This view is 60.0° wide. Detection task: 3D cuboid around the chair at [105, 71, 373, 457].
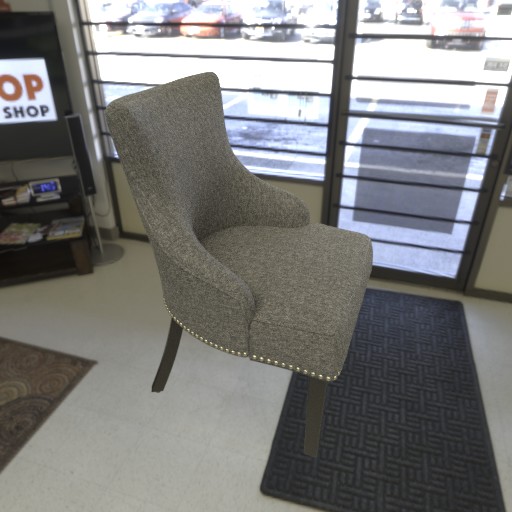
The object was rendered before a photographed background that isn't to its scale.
[{"bbox_3d":[0.000,0.000,1.280,0.629,0.909,0.566,11,33,18],"label":"chair"}]
